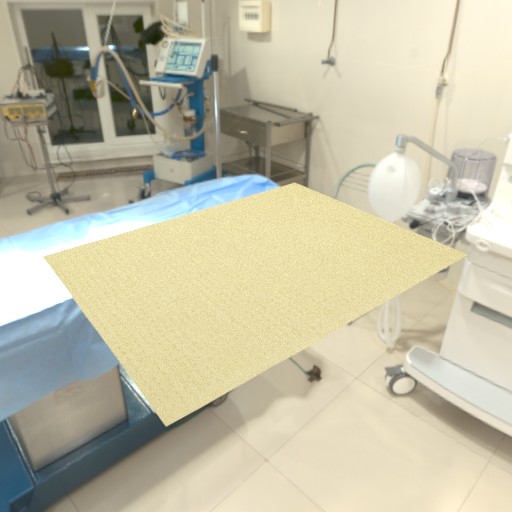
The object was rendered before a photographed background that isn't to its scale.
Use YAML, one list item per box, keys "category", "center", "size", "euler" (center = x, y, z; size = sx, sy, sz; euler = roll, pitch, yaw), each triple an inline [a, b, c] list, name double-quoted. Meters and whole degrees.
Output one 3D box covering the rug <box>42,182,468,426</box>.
- category: "rug"
  center: [0.000, 0.000, 4.194]
  size: [3.204, 0.016, 2.452]
  euler: [-21, 36, -32]
